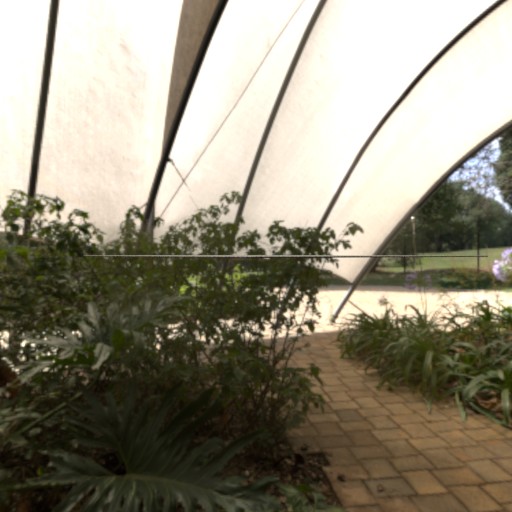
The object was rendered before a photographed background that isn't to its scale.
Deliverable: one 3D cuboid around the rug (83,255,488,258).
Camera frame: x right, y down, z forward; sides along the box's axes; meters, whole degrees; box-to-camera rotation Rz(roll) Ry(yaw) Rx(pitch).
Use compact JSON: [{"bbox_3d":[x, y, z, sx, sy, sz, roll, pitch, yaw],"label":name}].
[{"bbox_3d":[0.000,0.000,5.180,2.894,0.011,3.957,0,0,-36],"label":"rug"}]
